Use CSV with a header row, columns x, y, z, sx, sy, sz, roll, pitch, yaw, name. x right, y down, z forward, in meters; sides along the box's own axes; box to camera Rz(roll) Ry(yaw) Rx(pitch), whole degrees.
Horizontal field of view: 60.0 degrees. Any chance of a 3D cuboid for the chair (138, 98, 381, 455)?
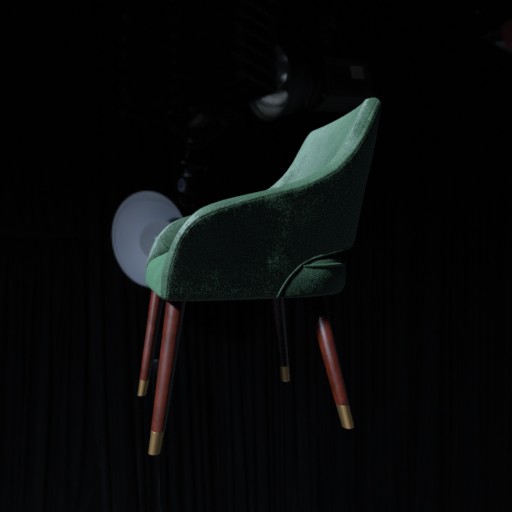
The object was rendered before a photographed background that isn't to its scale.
x,y,z,sx,sy,sz,roll,pitch,yaw,name
0.000,0.000,1.588,0.794,1.081,0.683,0,1,-18,chair
